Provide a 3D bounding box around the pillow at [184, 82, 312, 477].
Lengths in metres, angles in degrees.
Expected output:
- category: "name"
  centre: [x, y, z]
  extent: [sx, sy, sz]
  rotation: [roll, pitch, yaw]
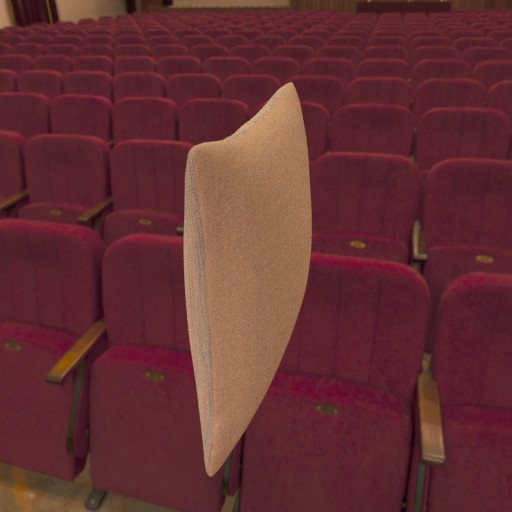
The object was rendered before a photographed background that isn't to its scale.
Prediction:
- category: "pillow"
  centre: [0.000, 0.000, 0.770]
  extent: [0.178, 0.506, 0.512]
  rotation: [7, 30, 13]
